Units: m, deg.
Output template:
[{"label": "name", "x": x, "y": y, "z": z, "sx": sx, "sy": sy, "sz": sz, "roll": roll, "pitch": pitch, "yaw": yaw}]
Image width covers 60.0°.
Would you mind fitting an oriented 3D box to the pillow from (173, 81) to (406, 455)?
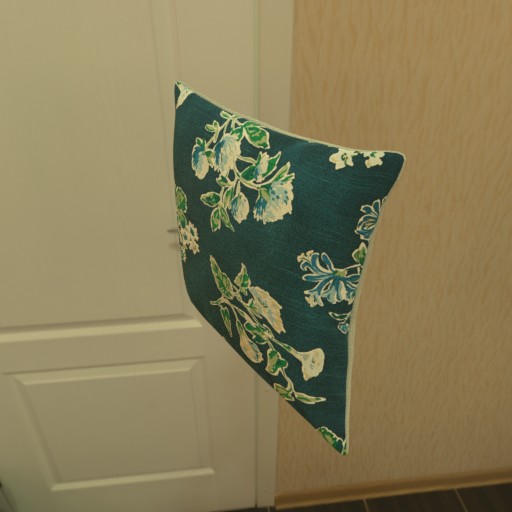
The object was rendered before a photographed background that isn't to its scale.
[{"label": "pillow", "x": 0.000, "y": 0.000, "z": 0.778, "sx": 0.166, "sy": 0.508, "sz": 0.525, "roll": -21, "pitch": 37, "yaw": -30}]
